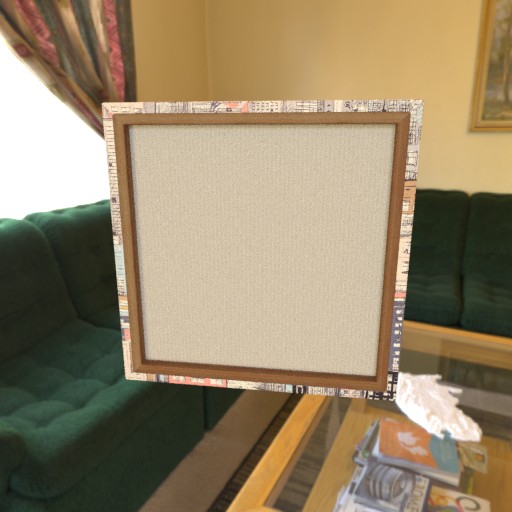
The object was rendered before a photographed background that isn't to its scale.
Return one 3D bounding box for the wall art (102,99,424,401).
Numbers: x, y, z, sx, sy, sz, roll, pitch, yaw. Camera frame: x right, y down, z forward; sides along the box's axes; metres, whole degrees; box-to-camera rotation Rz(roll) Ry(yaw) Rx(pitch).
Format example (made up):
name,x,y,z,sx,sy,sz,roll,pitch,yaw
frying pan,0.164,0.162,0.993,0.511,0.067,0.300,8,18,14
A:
name,x,y,z,sx,sy,sz,roll,pitch,yaw
wall art,0.000,0.000,0.922,0.607,0.608,0.038,2,15,8
